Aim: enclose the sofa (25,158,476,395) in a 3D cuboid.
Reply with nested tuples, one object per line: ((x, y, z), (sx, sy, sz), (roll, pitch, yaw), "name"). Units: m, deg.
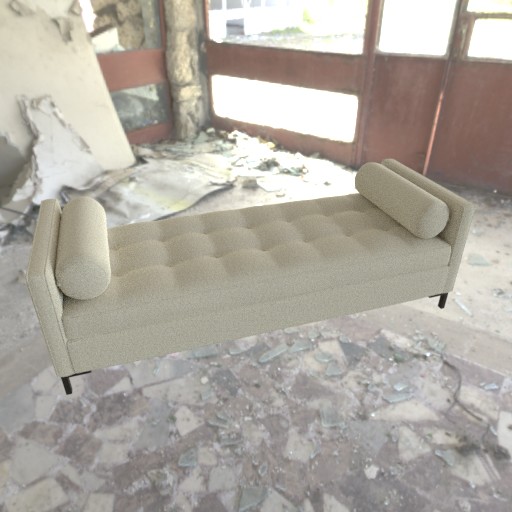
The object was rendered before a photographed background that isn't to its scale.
((0.000, 0.000, 2.286), (1.985, 0.641, 0.746), (-10, 33, -15), "sofa")
